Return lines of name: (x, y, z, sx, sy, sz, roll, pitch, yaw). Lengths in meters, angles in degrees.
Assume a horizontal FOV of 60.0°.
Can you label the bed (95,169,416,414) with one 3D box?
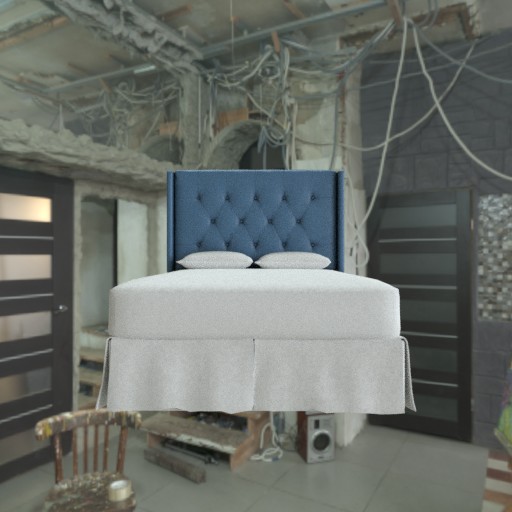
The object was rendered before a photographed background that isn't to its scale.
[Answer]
bed: (0.000, 0.000, 3.348, 1.719, 1.665, 2.078, 0, 0, 0)
